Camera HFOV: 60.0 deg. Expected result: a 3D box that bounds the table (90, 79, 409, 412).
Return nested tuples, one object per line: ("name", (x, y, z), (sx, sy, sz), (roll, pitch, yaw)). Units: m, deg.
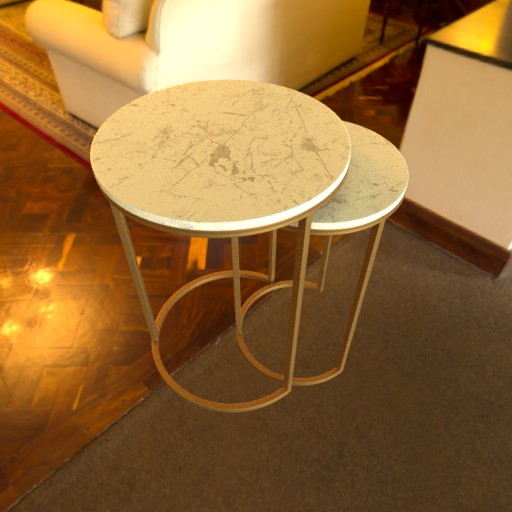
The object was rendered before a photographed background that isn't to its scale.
("table", (0.000, 0.000, 0.896), (0.507, 0.550, 0.400), (-4, 47, -3))
